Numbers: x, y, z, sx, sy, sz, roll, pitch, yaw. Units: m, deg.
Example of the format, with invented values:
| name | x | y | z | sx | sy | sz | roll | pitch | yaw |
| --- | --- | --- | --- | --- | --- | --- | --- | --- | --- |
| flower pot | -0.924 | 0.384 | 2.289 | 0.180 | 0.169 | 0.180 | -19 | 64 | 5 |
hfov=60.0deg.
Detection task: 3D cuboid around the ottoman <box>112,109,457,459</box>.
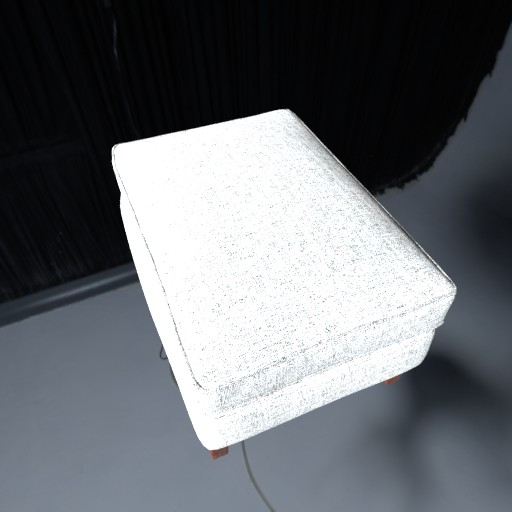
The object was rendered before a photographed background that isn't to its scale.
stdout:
| name | x | y | z | sx | sy | sz | roll | pitch | yaw |
| --- | --- | --- | --- | --- | --- | --- | --- | --- | --- |
| ottoman | 0.000 | 0.000 | 0.991 | 0.508 | 0.406 | 0.686 | -17 | 49 | -15 |
